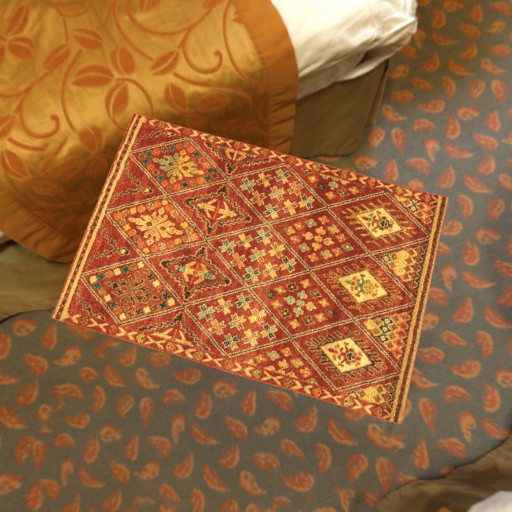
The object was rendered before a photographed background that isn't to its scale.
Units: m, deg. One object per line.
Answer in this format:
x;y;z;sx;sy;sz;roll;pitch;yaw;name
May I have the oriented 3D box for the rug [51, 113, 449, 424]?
0.000;0.000;2.921;2.286;0.026;1.521;16;77;4;rug
